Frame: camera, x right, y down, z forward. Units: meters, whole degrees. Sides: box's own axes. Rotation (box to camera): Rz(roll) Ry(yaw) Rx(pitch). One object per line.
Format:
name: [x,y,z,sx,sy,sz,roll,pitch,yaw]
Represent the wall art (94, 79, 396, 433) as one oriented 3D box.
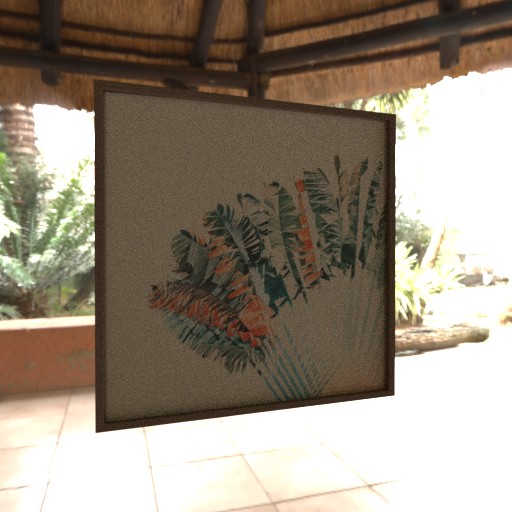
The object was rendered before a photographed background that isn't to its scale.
wall art: [0.000,0.000,0.446,0.304,0.303,0.038,0,1,-19]
